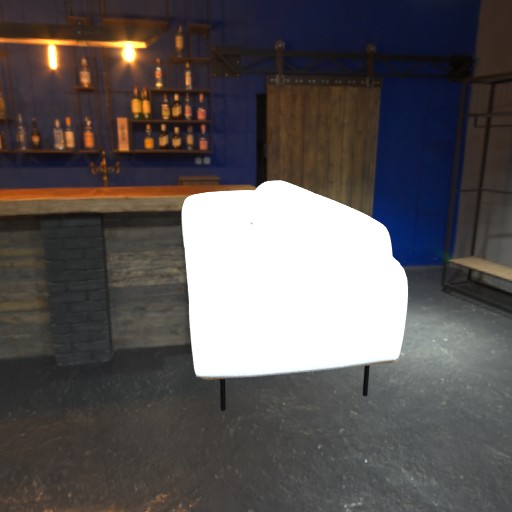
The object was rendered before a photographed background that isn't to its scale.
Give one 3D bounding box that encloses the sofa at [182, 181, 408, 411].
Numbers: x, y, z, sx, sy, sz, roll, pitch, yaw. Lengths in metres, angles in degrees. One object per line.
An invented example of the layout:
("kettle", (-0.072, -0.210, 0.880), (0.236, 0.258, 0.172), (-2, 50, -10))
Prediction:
("sofa", (0.000, 0.000, 2.735), (0.870, 0.780, 2.280), (-3, 15, -10))
